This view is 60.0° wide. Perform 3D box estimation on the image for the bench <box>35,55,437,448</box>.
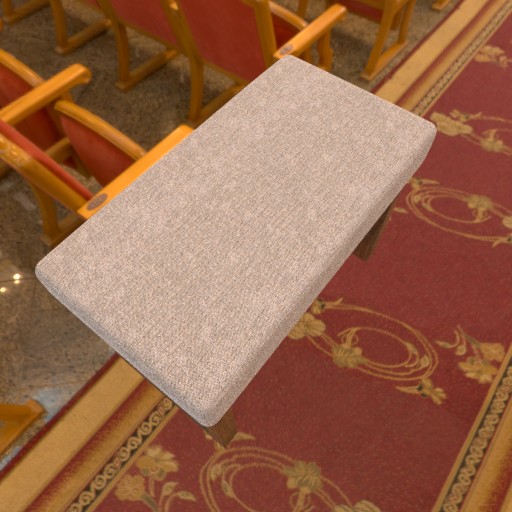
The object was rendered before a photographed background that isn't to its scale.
[{"bbox_3d":[0.000,0.000,0.955,0.366,0.467,0.681,34,65,18],"label":"bench"}]
